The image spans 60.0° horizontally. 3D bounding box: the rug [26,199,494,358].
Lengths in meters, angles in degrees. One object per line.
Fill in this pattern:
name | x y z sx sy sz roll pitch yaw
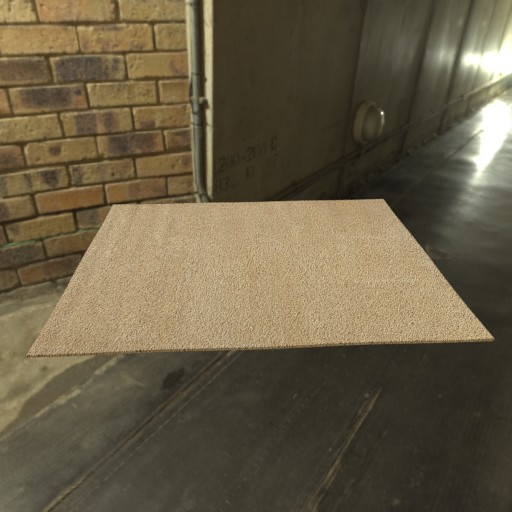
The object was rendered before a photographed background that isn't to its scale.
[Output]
rug | 0.000 0.000 3.878 3.000 0.025 2.400 -2 30 -3
